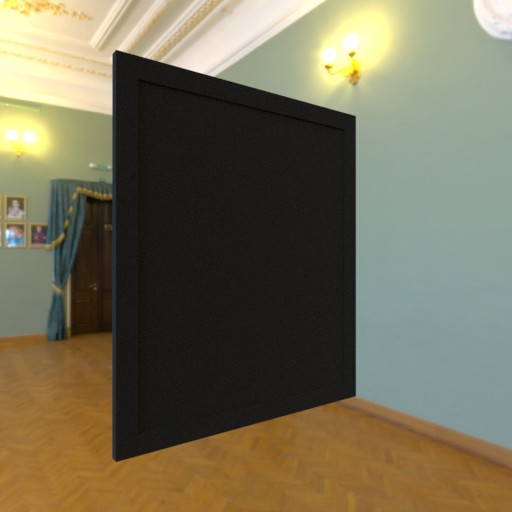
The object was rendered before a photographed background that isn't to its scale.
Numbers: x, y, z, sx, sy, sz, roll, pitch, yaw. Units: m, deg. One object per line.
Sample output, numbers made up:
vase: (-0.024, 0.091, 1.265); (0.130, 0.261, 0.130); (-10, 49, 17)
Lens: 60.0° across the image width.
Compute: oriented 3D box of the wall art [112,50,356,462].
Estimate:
wall art: (0.000, 0.000, 0.484); (0.311, 0.361, 0.010); (0, 0, -36)
